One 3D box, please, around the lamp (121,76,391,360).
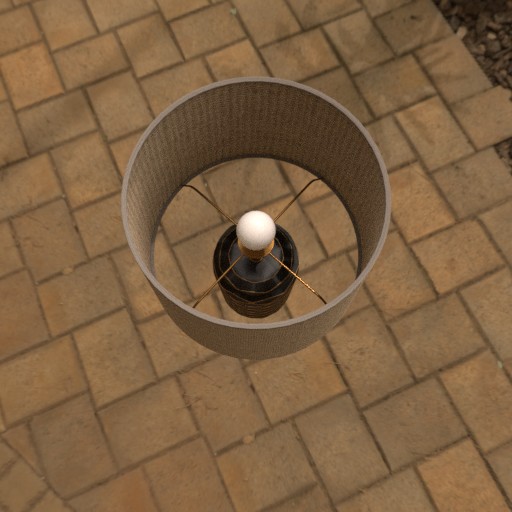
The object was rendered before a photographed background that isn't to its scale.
[{"bbox_3d":[0.000,0.000,0.819,0.376,0.594,0.376,0,75,0],"label":"lamp"}]
